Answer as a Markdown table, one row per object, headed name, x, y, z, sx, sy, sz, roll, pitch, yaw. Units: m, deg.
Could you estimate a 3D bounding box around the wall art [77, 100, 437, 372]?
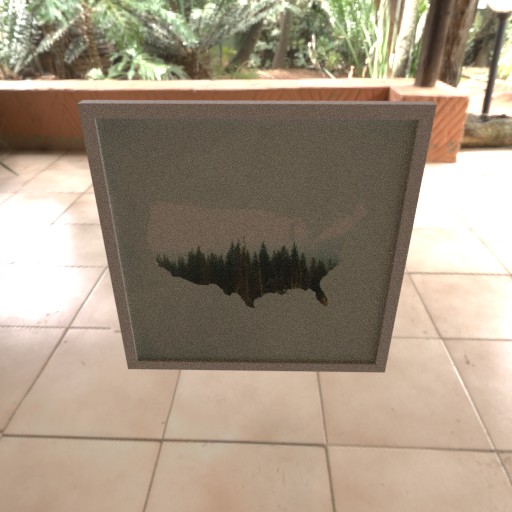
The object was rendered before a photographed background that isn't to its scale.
| name | x | y | z | sx | sy | sz | roll | pitch | yaw |
| --- | --- | --- | --- | --- | --- | --- | --- | --- | --- |
| wall art | 0.000 | 0.000 | 1.143 | 0.762 | 0.762 | 0.038 | 1 | 30 | 1 |
